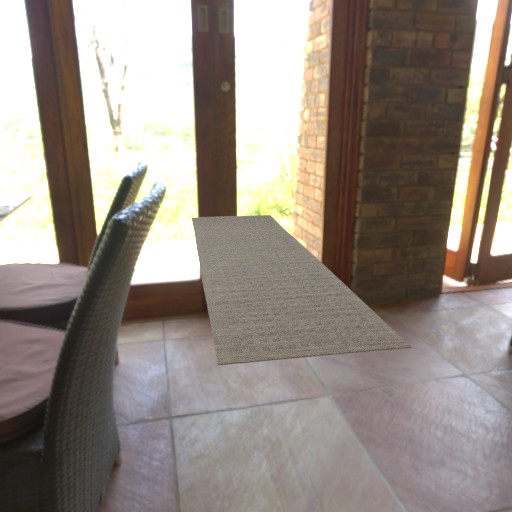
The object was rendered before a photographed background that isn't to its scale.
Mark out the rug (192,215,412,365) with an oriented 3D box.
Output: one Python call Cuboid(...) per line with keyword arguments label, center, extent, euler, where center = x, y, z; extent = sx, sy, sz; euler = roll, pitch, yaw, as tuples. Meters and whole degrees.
Cuboid(label="rug", center=(0.000, 0.000, 2.659), extent=(0.688, 0.005, 2.437), euler=(-3, 17, -10))
